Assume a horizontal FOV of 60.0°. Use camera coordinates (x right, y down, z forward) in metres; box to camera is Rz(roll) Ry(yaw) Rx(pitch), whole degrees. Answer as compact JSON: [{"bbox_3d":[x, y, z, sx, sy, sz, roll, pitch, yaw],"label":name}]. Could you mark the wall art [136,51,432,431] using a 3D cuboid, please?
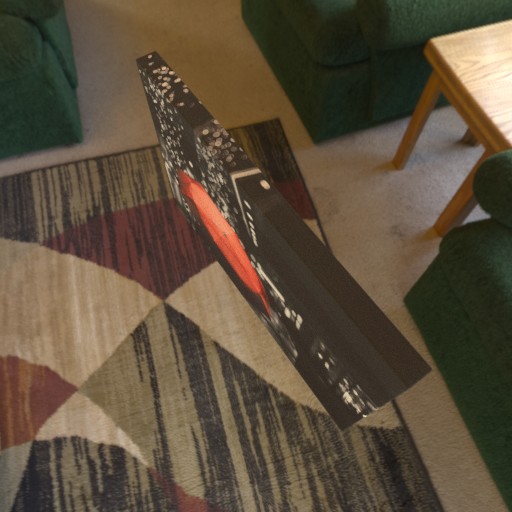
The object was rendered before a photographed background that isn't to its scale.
[{"bbox_3d":[0.000,0.000,0.759,0.037,0.406,0.609,-32,67,-15],"label":"wall art"}]
